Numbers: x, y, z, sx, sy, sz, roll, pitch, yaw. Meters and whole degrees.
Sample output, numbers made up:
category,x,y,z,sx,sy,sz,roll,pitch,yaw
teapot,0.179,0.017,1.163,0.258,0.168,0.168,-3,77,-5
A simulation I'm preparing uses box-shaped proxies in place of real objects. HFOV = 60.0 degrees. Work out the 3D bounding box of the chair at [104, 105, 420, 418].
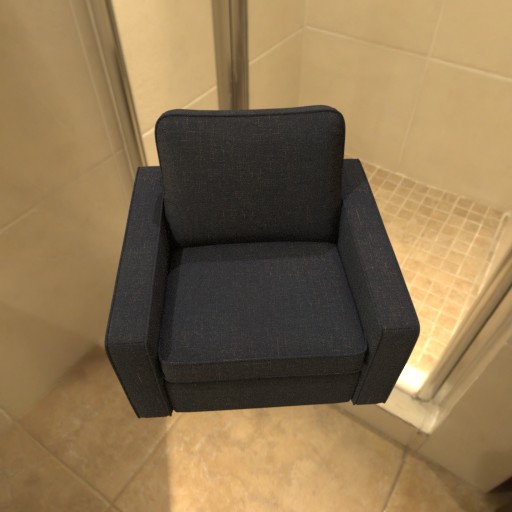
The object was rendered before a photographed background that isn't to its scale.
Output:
category,x,y,z,sx,sy,sz,roll,pitch,yaw
chair,0.000,0.000,1.745,1.017,0.919,0.940,-3,48,-2
